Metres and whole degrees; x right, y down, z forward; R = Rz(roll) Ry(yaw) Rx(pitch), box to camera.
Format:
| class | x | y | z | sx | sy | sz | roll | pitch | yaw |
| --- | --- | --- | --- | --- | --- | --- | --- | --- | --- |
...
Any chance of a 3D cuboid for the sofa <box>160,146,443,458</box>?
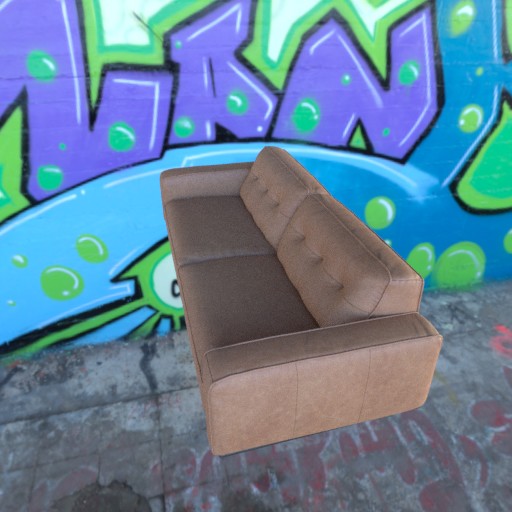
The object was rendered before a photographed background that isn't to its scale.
| class | x | y | z | sx | sy | sz | roll | pitch | yaw |
| --- | --- | --- | --- | --- | --- | --- | --- | --- | --- |
| sofa | 0.000 | 0.000 | 2.645 | 0.953 | 0.780 | 2.270 | -8 | 31 | -13 |
